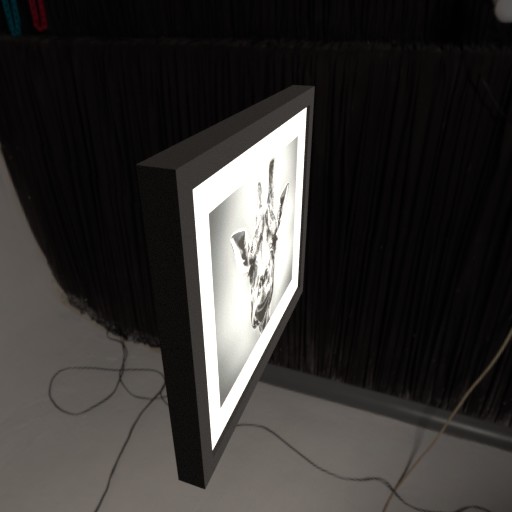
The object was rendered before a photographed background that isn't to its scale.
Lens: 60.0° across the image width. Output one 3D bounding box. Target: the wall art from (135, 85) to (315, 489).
[{"bbox_3d":[0.000,0.000,0.524,0.031,0.330,0.381,10,31,17],"label":"wall art"}]
